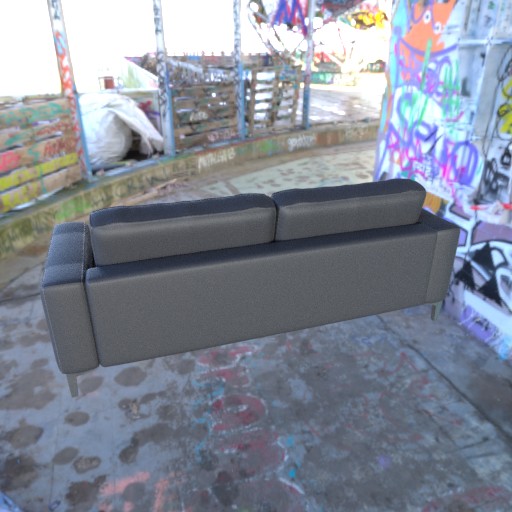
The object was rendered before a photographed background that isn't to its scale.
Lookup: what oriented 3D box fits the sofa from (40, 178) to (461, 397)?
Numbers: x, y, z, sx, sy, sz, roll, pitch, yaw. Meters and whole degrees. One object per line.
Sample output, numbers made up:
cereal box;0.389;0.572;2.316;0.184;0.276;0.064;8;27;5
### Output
sofa;0.000;0.000;2.662;2.275;0.893;0.833;-8;27;-17
